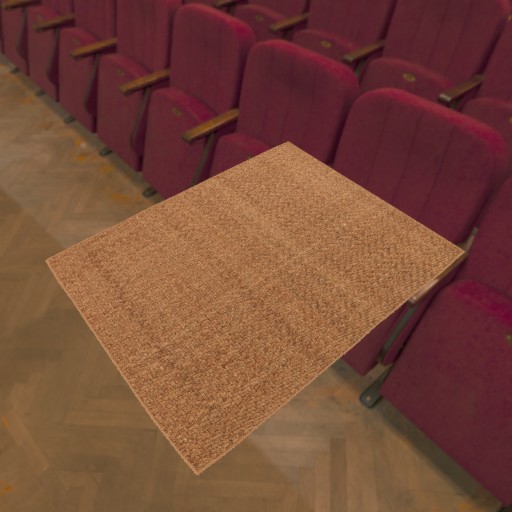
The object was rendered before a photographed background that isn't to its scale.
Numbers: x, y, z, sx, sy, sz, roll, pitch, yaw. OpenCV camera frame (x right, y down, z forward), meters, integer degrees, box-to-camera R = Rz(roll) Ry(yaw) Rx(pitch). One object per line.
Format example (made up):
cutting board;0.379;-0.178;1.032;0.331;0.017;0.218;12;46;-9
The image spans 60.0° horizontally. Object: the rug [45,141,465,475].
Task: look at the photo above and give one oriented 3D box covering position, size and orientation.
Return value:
rug;0.000;0.000;4.057;3.048;0.013;2.439;-32;54;-26
